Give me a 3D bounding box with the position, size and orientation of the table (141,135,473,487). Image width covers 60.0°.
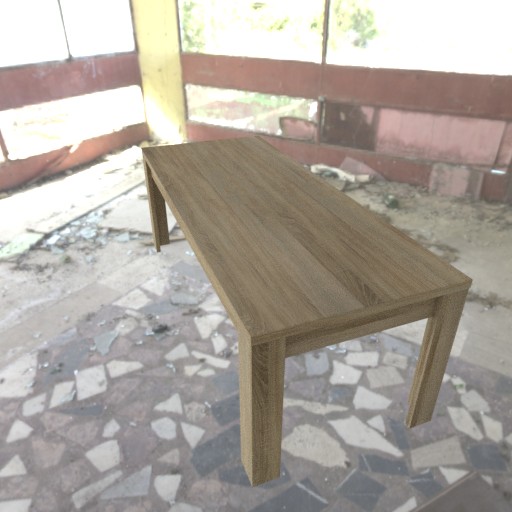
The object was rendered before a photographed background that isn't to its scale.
[{"bbox_3d":[0.000,0.000,2.618,0.900,0.790,2.200,-11,32,-18],"label":"table"}]
